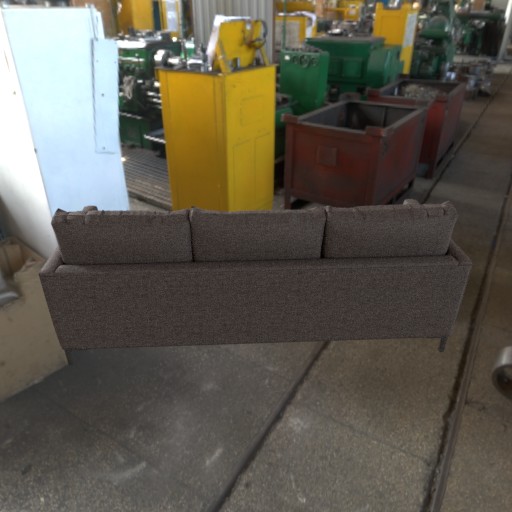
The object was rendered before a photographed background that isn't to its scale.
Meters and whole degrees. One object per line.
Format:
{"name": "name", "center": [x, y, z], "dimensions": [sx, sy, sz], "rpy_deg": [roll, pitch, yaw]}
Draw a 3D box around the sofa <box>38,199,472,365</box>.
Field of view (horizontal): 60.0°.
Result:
{"name": "sofa", "center": [0.000, 0.000, 2.715], "dimensions": [2.253, 0.882, 0.876], "rpy_deg": [-1, 30, -2]}
